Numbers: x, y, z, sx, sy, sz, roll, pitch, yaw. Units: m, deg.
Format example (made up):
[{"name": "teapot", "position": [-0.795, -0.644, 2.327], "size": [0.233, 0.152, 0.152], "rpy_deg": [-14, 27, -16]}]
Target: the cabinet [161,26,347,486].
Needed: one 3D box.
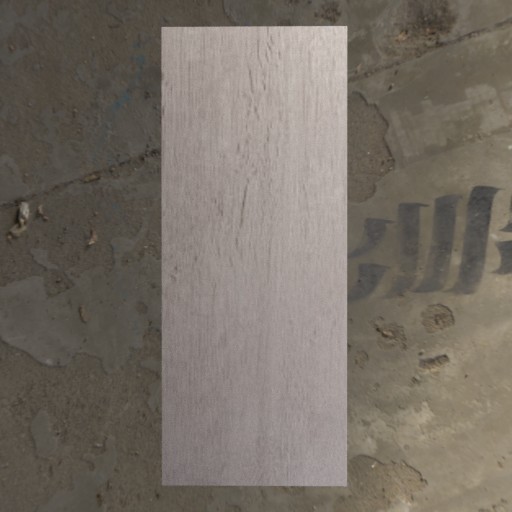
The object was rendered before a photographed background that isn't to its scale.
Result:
[{"name": "cabinet", "position": [0.000, 0.000, 1.413], "size": [0.420, 0.820, 1.040], "rpy_deg": [0, 90, 1]}]
